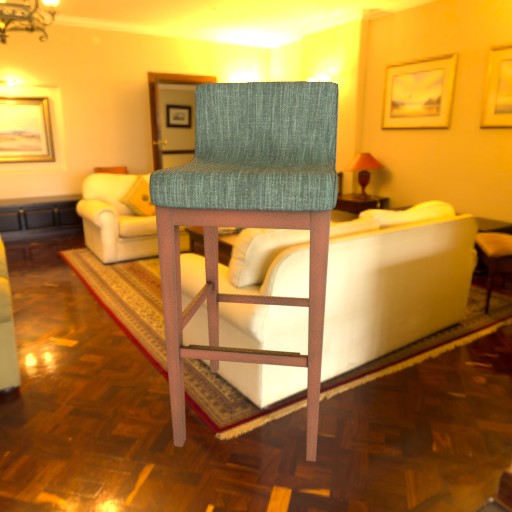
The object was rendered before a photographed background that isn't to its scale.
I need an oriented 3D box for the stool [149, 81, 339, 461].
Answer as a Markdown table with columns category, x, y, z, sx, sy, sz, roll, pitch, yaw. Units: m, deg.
| category | x | y | z | sx | sy | sz | roll | pitch | yaw |
| --- | --- | --- | --- | --- | --- | --- | --- | --- | --- |
| stool | 0.000 | 0.000 | 1.252 | 0.426 | 0.965 | 0.499 | 2 | 16 | 9 |
